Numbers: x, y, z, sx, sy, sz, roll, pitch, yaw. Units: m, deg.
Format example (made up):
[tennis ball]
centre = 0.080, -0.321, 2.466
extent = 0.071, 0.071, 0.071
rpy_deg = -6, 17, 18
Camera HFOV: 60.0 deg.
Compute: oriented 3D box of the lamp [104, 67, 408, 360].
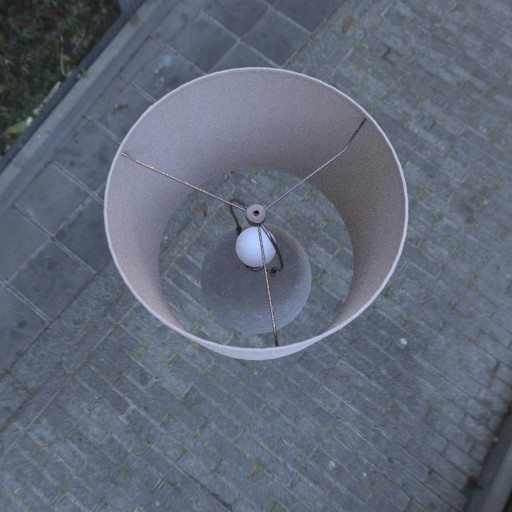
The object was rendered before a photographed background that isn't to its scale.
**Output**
[lamp]
centre = 0.000, 0.000, 0.588
extent = 0.269, 0.409, 0.269
rpy_deg = -37, 78, -9
